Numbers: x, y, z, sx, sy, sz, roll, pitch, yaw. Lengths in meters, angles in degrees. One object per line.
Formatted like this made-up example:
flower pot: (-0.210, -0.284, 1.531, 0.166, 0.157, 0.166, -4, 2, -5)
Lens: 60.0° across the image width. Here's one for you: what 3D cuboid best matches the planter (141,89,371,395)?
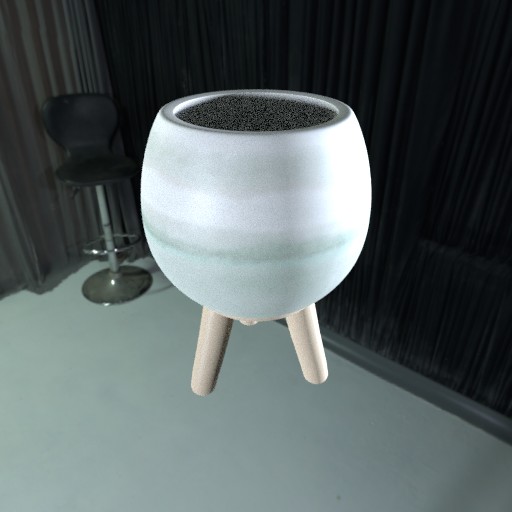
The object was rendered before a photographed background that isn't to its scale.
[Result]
planter: (0.000, 0.000, 0.344, 0.161, 0.224, 0.161, 0, 31, 0)
